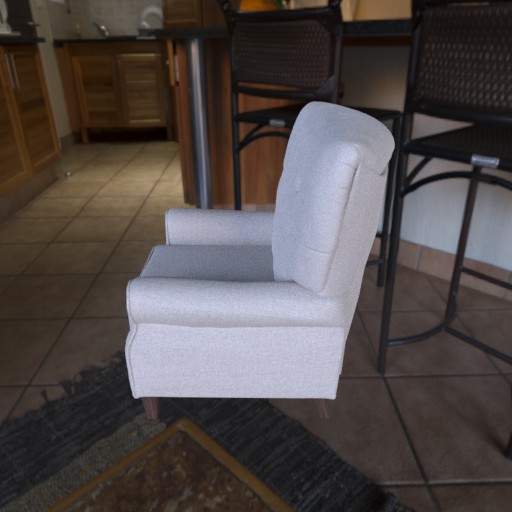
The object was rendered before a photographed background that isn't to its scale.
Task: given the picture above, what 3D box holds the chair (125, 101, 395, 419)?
[{"bbox_3d":[0.000,0.000,1.921,1.025,1.209,0.942,0,27,1],"label":"chair"}]
